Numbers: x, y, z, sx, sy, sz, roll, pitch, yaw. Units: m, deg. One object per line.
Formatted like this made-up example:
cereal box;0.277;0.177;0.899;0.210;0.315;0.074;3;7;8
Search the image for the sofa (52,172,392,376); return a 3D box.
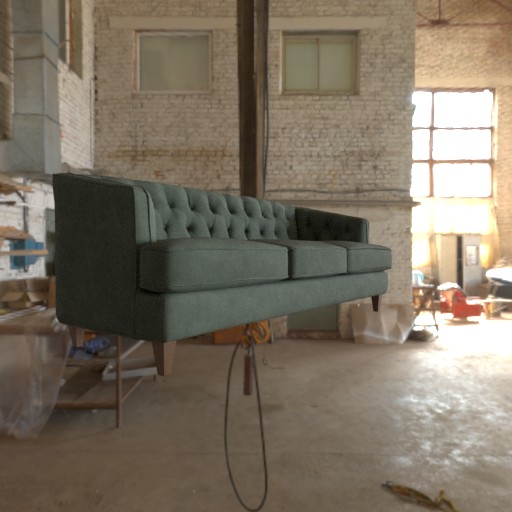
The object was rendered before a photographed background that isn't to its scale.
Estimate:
sofa;0.000;0.000;2.705;0.941;0.855;2.278;1;1;37
